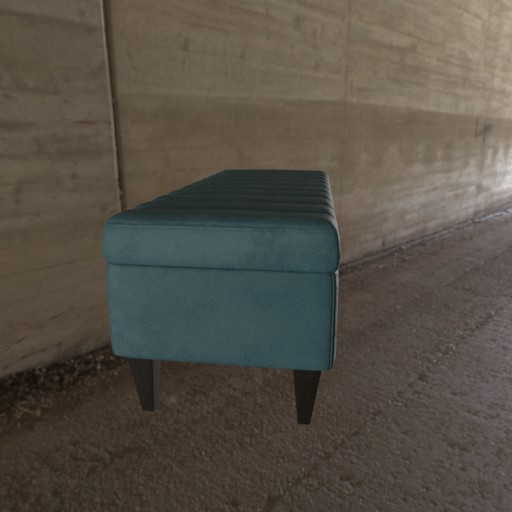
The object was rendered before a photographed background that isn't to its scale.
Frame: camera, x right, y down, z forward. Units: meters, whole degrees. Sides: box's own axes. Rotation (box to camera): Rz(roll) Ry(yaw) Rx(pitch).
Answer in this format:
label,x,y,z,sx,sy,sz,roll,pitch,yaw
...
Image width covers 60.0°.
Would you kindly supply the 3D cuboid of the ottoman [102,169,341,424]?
label,x,y,z,sx,sy,sz,roll,pitch,yaw
ottoman,0.000,0.000,1.439,0.482,0.469,1.151,2,16,8
